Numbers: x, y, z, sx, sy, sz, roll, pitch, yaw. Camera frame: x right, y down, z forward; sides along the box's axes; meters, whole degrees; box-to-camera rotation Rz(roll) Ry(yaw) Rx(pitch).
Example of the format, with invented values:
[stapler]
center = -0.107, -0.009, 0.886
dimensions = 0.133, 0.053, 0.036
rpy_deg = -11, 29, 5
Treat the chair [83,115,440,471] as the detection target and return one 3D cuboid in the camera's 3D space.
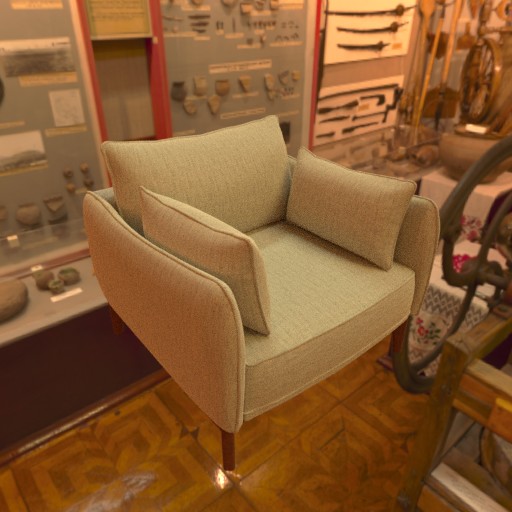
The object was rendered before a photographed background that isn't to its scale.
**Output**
[chair]
center = 0.000, 0.000, 1.707
dimensions = 0.994, 0.855, 0.991
rpy_deg = -22, 36, -33
